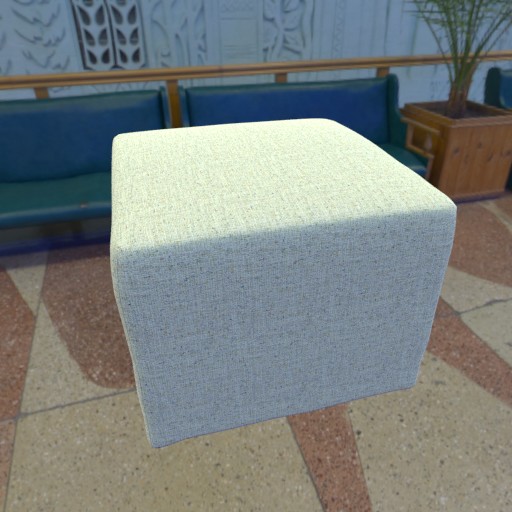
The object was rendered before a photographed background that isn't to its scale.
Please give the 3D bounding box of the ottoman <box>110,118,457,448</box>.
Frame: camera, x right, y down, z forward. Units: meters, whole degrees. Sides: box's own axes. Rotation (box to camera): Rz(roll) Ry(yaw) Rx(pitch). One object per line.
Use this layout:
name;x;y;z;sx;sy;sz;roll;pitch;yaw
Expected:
ottoman;0.000;0.000;0.907;0.521;0.453;0.512;-8;33;-13
